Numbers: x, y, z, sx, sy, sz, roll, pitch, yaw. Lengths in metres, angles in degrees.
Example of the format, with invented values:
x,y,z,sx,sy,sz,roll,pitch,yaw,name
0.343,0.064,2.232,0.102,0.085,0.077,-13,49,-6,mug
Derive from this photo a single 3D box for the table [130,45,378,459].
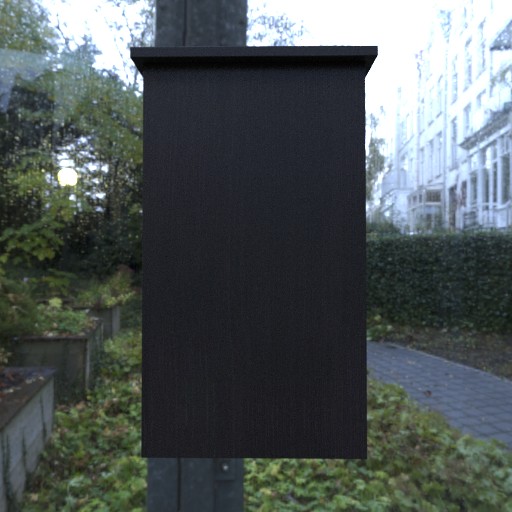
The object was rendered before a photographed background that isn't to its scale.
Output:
x,y,z,sx,sy,sz,roll,pitch,yaw,name
0.000,0.000,0.913,0.381,0.635,0.480,0,-1,1,table
